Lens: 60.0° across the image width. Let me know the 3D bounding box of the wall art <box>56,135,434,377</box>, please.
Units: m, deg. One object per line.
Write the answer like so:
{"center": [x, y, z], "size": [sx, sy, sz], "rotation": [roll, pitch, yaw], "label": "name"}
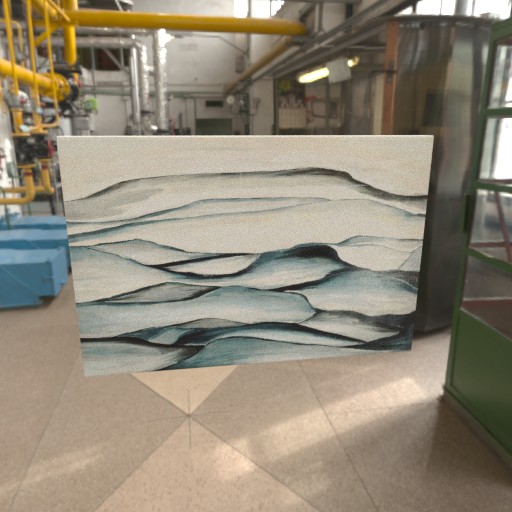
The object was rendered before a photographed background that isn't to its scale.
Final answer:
{"center": [0.000, 0.000, 1.162], "size": [0.914, 0.609, 0.039], "rotation": [-2, 16, -9], "label": "wall art"}
